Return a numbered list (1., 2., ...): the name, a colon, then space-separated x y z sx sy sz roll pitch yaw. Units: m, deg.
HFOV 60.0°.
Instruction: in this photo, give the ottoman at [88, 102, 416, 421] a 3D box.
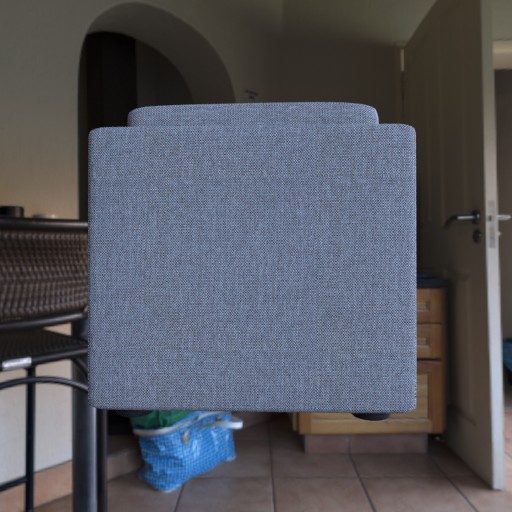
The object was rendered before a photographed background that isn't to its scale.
1. ottoman: 0.000 0.000 0.815 0.450 0.460 0.450 0 0 2
